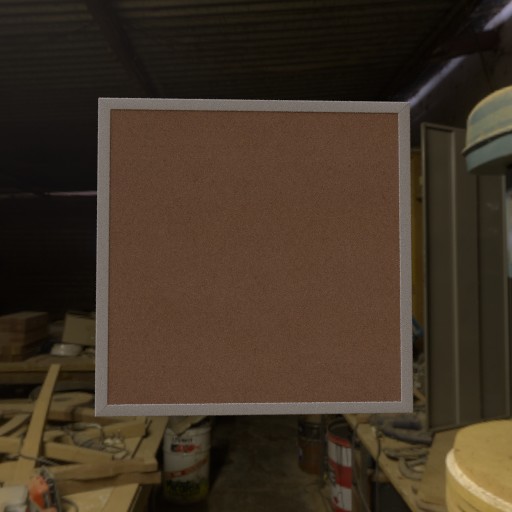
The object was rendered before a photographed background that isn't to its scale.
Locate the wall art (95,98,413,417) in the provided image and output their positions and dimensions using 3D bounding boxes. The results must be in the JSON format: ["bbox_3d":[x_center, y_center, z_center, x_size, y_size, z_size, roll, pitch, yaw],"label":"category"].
[{"bbox_3d":[0.000,0.000,1.088,0.760,0.760,0.036,0,-2,-2],"label":"wall art"}]
